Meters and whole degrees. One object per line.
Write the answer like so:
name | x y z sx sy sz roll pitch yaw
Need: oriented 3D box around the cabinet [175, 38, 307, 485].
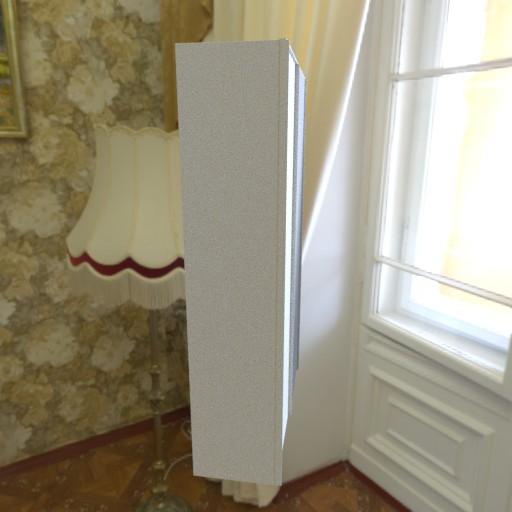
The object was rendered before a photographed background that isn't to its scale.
cabinet | 0.000 0.000 2.688 0.480 2.160 1.250 2 15 9
